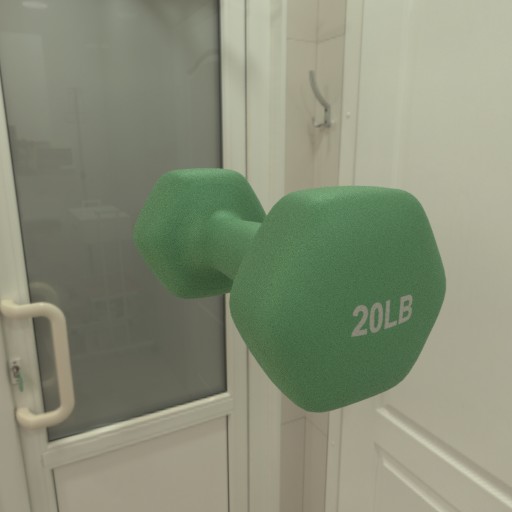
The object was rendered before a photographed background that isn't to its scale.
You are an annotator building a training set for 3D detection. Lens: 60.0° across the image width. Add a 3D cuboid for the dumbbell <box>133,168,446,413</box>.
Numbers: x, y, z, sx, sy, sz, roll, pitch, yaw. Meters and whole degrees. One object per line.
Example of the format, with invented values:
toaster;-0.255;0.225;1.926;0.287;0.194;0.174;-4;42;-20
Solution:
dumbbell;0.000;0.000;0.326;0.129;0.117;0.260;-8;16;-27
